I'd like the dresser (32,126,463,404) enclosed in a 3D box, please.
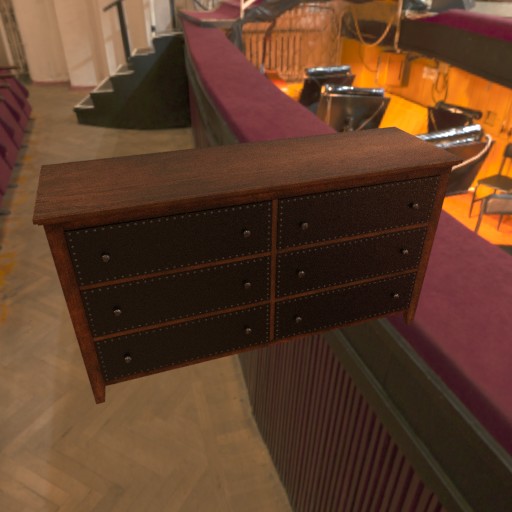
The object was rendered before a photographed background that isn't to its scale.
[{"bbox_3d":[0.000,0.000,1.923,1.551,0.856,0.463,-10,34,-16],"label":"dresser"}]
